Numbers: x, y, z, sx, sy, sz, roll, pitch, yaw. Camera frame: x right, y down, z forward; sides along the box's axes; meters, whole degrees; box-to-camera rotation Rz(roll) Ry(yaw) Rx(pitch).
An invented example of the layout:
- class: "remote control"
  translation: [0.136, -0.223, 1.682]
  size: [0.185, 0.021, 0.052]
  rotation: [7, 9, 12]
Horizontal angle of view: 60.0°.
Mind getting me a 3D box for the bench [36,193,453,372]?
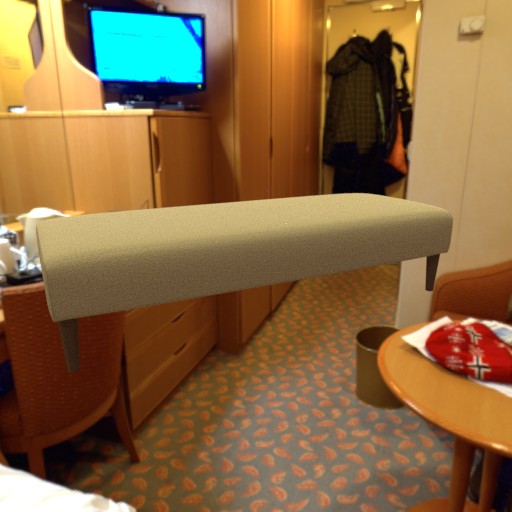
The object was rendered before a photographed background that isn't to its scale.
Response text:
- class: "bench"
  translation: [0.000, 0.000, 1.848]
  size: [1.609, 0.393, 0.646]
  rotation: [-8, 18, -26]
